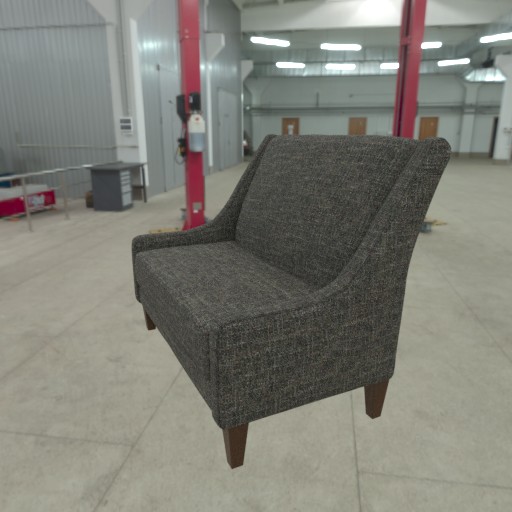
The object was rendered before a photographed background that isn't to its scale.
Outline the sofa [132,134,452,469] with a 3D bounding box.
[{"bbox_3d":[0.000,0.000,1.934,0.870,1.021,1.242,-8,18,-25],"label":"sofa"}]
